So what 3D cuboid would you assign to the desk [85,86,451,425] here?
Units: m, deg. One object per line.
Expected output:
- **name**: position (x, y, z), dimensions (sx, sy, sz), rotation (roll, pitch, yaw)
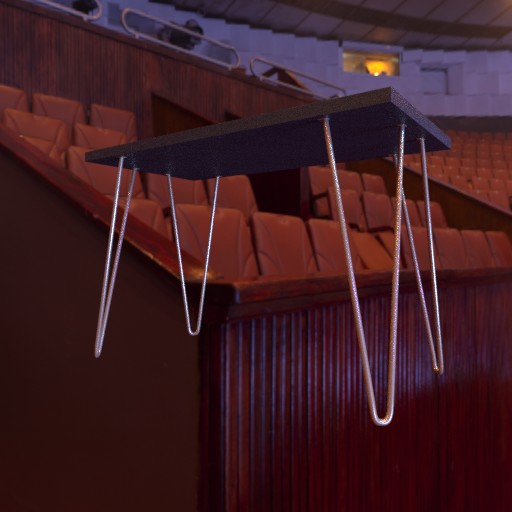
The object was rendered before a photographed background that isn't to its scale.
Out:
- **desk**: position (0.000, 0.000, 1.337), dimensions (0.991, 0.660, 0.499), rotation (1, 1, 36)
